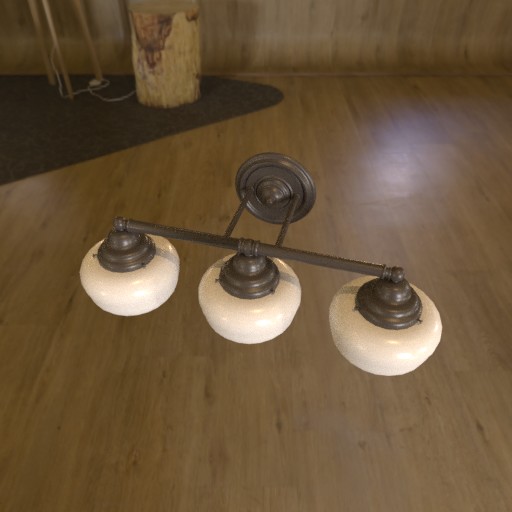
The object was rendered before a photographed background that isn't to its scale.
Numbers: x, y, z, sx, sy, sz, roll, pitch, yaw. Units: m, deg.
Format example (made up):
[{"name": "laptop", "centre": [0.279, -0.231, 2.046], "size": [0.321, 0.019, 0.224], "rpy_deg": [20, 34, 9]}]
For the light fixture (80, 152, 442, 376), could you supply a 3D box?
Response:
[{"name": "light fixture", "centre": [0.000, 0.000, 0.709], "size": [0.587, 0.242, 0.239], "rpy_deg": [11, 42, 12]}]
